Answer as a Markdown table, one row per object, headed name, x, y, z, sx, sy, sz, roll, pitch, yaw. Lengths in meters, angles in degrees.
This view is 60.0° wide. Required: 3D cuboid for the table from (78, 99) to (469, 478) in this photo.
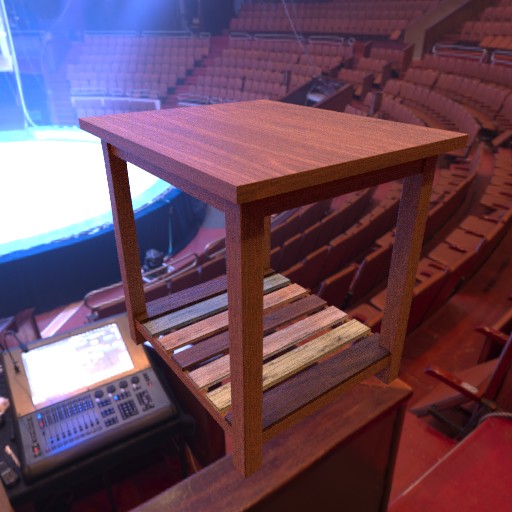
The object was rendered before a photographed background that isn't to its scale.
| name | x | y | z | sx | sy | sz | roll | pitch | yaw |
| --- | --- | --- | --- | --- | --- | --- | --- | --- | --- |
| table | 0.000 | 0.000 | 1.106 | 0.559 | 0.635 | 0.660 | -19 | 32 | -32 |
